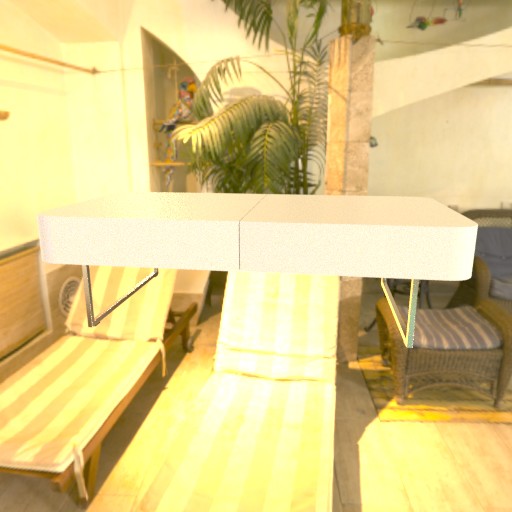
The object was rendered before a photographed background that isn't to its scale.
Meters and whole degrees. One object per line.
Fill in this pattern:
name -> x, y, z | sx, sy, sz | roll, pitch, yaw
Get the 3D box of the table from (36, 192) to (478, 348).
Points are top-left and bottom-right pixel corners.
table -> 0.000, 0.000, 1.473 | 1.200, 0.340, 0.600 | 2, 15, 8
